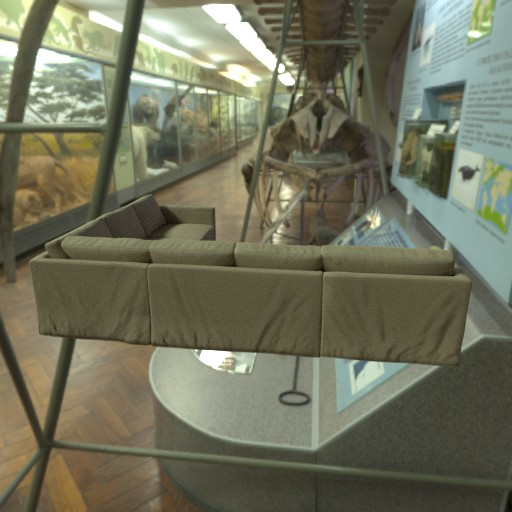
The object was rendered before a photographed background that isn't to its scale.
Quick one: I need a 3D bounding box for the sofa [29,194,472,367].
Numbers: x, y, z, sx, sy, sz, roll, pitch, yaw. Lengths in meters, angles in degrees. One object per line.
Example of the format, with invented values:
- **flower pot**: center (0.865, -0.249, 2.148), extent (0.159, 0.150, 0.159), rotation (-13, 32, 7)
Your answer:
- **sofa**: center (0.000, 0.000, 4.613), extent (3.528, 0.878, 2.476), rotation (2, 18, 8)
